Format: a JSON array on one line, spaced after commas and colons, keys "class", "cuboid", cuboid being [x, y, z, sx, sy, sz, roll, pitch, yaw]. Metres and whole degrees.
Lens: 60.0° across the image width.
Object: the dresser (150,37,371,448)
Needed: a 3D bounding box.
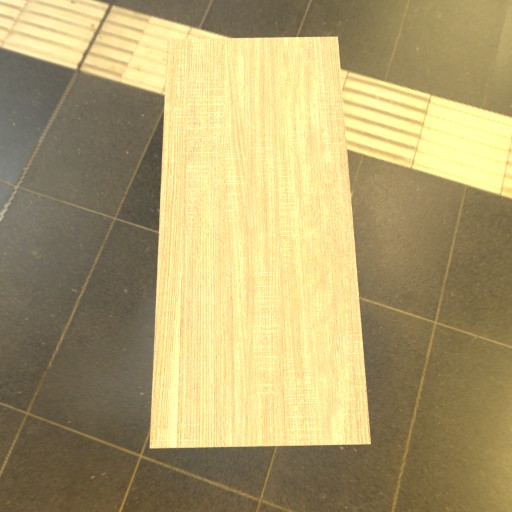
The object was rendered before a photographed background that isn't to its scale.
[{"class": "dresser", "cuboid": [0.000, 0.000, 1.526, 0.500, 0.780, 1.110, -1, 74, 0]}]
